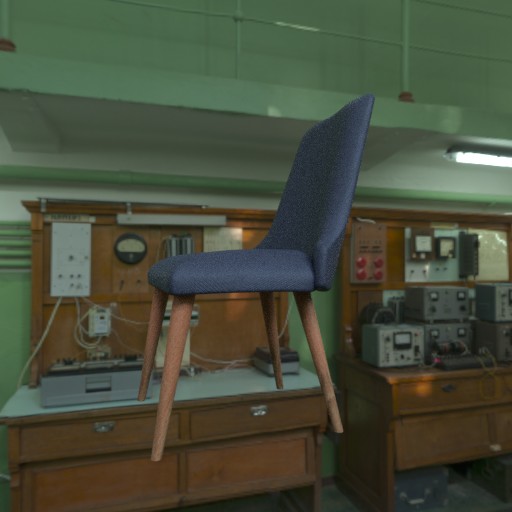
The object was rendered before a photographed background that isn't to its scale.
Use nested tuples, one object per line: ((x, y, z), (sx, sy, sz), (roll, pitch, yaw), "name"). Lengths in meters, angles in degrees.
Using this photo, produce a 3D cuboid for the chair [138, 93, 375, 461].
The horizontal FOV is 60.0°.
((0.000, 0.000, 1.154), (0.567, 0.820, 0.504), (0, -1, -19), "chair")
